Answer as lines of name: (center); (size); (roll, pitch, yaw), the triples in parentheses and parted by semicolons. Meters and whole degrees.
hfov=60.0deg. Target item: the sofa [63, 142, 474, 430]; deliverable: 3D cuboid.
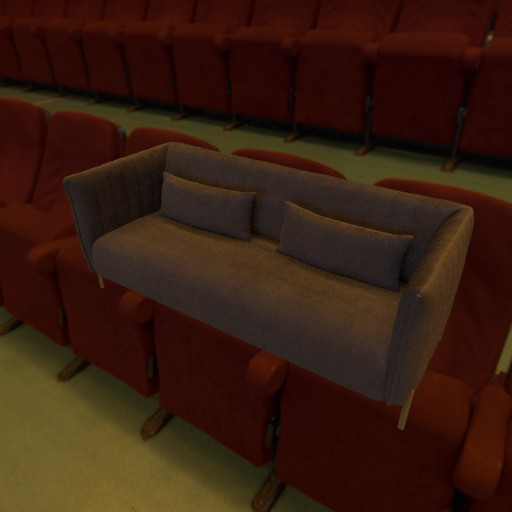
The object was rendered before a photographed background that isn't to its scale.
sofa: (0.000, 0.000, 2.401); (1.980, 0.780, 0.876); (19, 36, 28)
